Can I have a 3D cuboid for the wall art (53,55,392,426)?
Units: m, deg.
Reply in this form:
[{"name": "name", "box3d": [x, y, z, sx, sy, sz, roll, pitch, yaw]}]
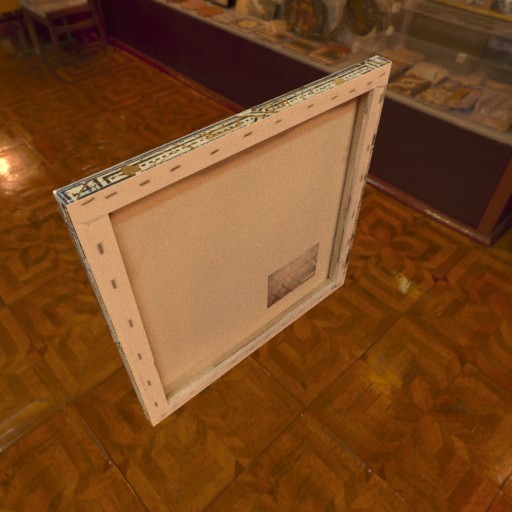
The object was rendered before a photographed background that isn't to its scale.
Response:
[{"name": "wall art", "box3d": [0.000, 0.000, 0.872, 0.609, 0.607, 0.036, -32, 54, -27]}]
